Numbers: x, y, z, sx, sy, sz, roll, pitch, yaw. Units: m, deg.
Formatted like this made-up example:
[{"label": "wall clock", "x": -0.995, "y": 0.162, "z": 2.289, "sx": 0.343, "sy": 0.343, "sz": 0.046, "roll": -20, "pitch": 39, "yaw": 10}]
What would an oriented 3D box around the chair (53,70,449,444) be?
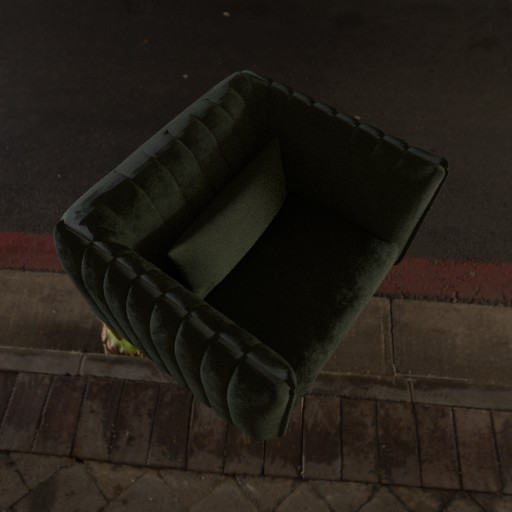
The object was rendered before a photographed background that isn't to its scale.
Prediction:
[{"label": "chair", "x": 0.000, "y": 0.000, "z": 1.655, "sx": 0.877, "sy": 0.794, "sz": 1.032, "roll": 33, "pitch": 64, "yaw": 18}]
